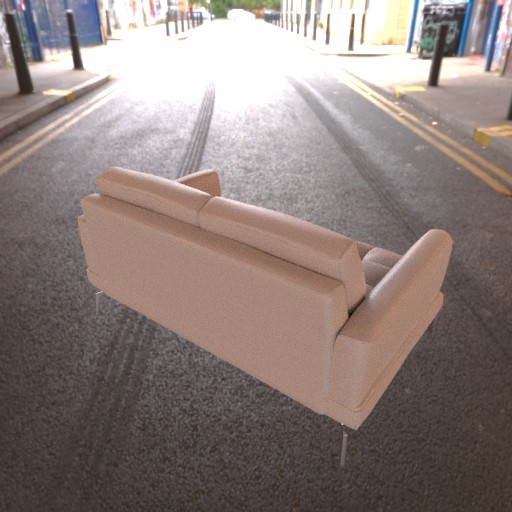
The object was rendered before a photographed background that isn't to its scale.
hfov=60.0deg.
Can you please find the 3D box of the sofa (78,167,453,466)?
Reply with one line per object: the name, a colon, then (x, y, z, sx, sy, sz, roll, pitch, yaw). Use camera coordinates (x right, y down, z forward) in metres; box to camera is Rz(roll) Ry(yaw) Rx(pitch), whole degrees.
sofa: (0.000, 0.000, 2.453, 1.819, 0.930, 1.121, 21, 35, 32)
